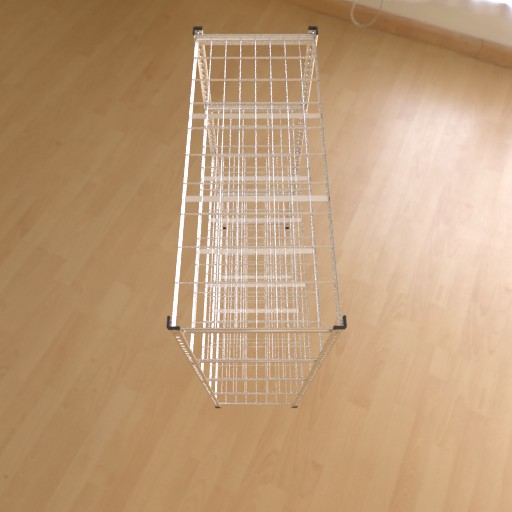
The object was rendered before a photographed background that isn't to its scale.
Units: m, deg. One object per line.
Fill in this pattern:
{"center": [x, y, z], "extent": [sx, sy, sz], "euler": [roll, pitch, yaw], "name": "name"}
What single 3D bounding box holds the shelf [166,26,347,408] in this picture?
{"center": [0.000, 0.000, 2.713], "extent": [0.610, 1.981, 1.524], "euler": [0, 64, 0], "name": "shelf"}
